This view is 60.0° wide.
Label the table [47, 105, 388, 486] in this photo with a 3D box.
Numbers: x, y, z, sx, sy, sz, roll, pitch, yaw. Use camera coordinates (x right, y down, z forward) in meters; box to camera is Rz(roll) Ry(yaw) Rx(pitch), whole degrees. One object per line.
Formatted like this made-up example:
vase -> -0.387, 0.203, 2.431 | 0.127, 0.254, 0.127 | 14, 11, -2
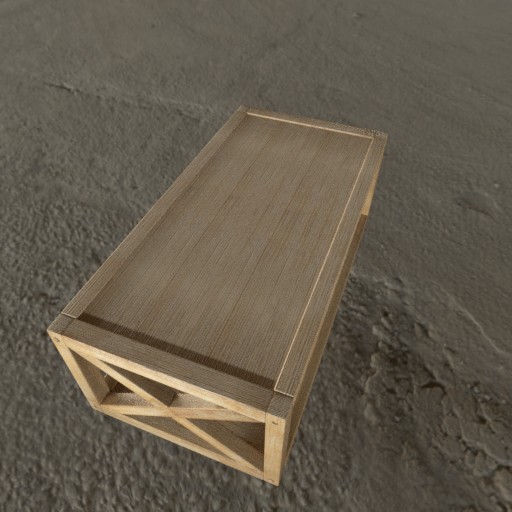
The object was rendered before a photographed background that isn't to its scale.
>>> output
table -> 0.000, 0.000, 1.655 | 0.660, 0.457, 1.321 | 16, 48, 15
